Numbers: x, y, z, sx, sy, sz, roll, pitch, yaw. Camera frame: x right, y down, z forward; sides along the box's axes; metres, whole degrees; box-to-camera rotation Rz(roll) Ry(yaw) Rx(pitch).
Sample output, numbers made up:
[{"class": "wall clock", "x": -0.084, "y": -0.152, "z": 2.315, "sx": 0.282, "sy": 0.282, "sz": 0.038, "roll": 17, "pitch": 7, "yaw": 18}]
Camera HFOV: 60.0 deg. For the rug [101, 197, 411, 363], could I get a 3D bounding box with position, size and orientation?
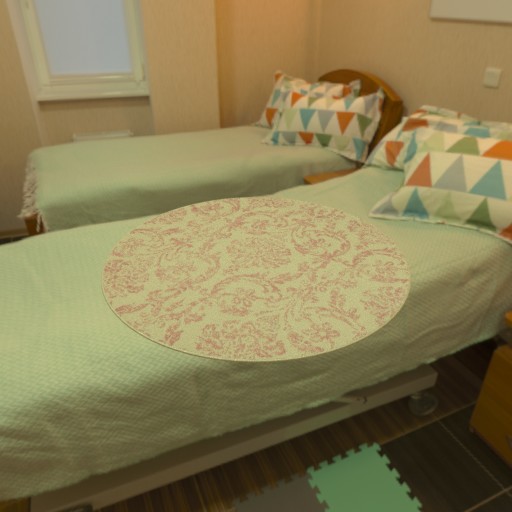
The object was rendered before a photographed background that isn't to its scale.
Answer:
[{"class": "rug", "x": 0.000, "y": 0.000, "z": 2.376, "sx": 1.593, "sy": 0.012, "sz": 1.593, "roll": 0, "pitch": 31, "yaw": 0}]
